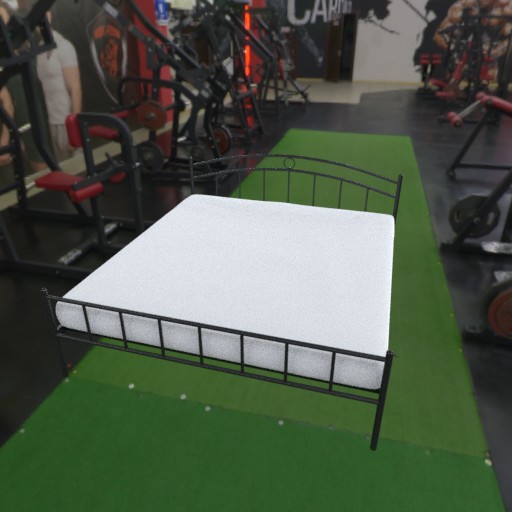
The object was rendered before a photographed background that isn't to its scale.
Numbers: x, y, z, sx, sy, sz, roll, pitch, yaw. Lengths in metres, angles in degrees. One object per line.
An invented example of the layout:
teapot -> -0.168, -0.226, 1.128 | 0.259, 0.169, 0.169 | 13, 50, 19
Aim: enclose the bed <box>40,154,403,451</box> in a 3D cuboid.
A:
bed -> 0.000, 0.000, 3.135 | 1.880, 0.940, 2.040 | 8, 28, 15
